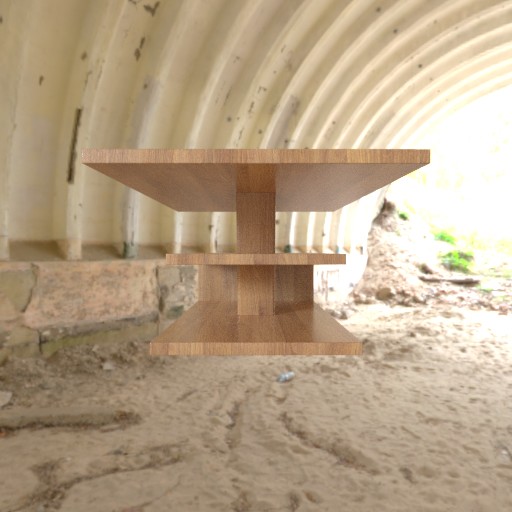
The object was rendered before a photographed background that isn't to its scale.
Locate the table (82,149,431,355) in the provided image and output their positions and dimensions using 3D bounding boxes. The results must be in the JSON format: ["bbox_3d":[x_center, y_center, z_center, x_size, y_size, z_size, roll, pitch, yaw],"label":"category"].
[{"bbox_3d":[0.000,0.000,1.440,0.700,0.442,1.100,0,1,0],"label":"table"}]
